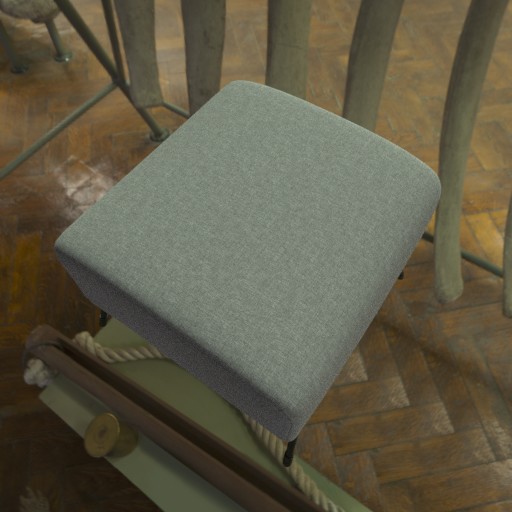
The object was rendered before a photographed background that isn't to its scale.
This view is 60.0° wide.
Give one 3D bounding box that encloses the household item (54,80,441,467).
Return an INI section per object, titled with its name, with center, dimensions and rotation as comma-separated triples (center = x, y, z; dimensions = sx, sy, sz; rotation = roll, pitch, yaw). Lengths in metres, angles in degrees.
[household item]
center = 0.000, 0.000, 0.889
dimensions = 0.530, 0.410, 0.530
rotation = 31, 64, 17
